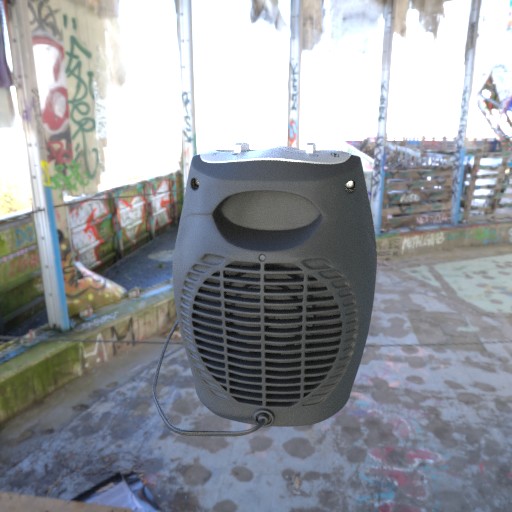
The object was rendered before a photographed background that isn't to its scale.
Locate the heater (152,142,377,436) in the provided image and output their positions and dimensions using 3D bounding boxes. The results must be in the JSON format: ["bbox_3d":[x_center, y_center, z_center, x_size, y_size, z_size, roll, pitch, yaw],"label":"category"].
[{"bbox_3d":[0.000,0.000,0.475,0.239,0.240,0.291,2,16,8],"label":"heater"}]
